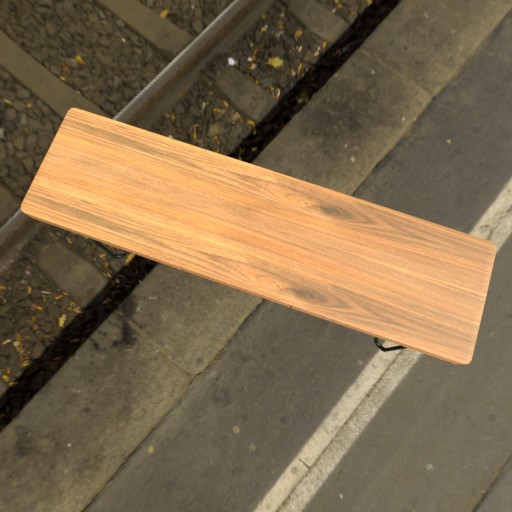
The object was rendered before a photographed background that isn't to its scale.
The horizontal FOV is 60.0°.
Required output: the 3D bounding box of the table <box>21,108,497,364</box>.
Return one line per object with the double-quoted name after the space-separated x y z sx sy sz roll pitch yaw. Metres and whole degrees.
0.000 0.000 1.899 1.570 0.834 0.425 19 77 4 "table"
